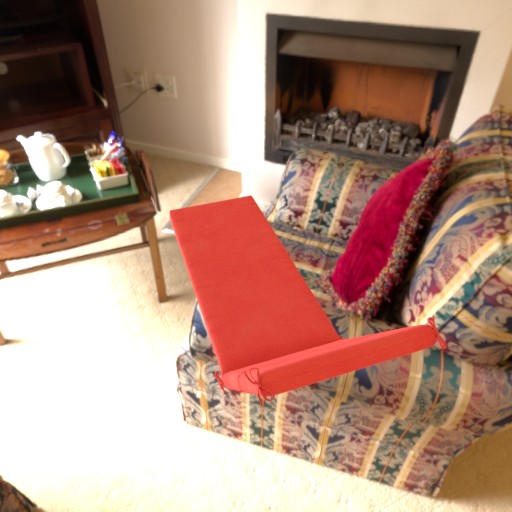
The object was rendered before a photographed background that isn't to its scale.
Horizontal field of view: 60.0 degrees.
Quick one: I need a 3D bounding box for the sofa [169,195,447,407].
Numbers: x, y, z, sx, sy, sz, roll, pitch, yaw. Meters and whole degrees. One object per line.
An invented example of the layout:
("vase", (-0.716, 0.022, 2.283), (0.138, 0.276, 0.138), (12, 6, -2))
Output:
("sofa", (0.000, 0.000, 1.907), (0.582, 0.622, 1.663), (-13, 42, -14))
